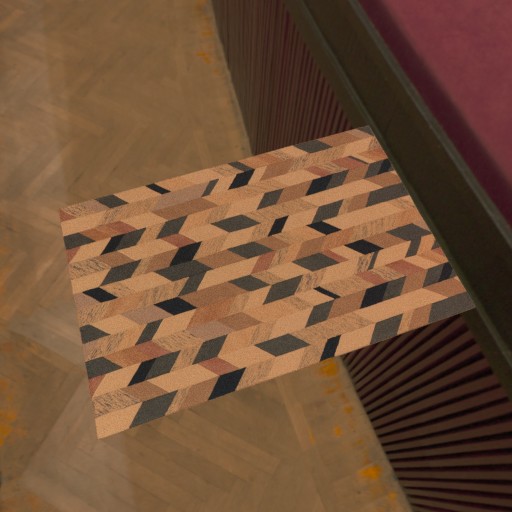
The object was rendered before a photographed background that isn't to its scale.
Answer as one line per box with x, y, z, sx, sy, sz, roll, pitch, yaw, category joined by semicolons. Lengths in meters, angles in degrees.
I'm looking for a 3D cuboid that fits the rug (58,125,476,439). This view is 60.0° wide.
0.000;0.000;2.235;1.813;0.006;1.202;-17;65;-8;rug
